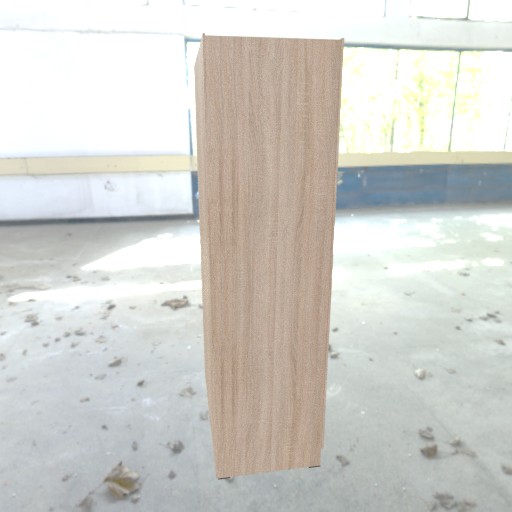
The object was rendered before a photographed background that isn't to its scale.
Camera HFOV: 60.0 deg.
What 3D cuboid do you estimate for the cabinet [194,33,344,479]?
[{"bbox_3d":[0.000,0.000,2.538,0.590,2.121,1.001,-3,17,-9],"label":"cabinet"}]
